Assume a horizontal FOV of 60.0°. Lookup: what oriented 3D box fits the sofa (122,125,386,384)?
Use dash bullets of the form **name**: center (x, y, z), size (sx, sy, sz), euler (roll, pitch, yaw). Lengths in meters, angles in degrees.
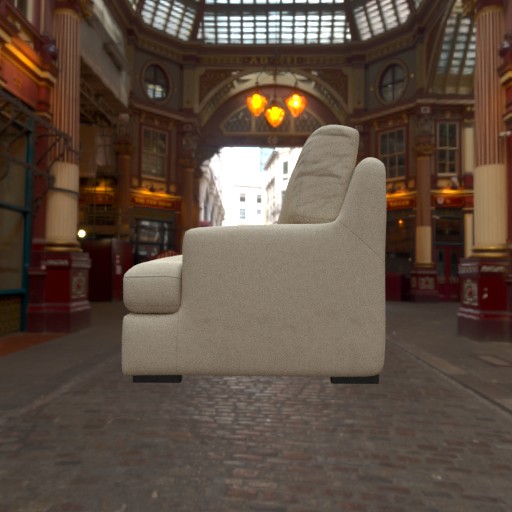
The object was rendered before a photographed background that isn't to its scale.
- **sofa**: center (0.000, 0.000, 2.491), size (0.962, 0.967, 1.885), euler (0, -2, 1)
